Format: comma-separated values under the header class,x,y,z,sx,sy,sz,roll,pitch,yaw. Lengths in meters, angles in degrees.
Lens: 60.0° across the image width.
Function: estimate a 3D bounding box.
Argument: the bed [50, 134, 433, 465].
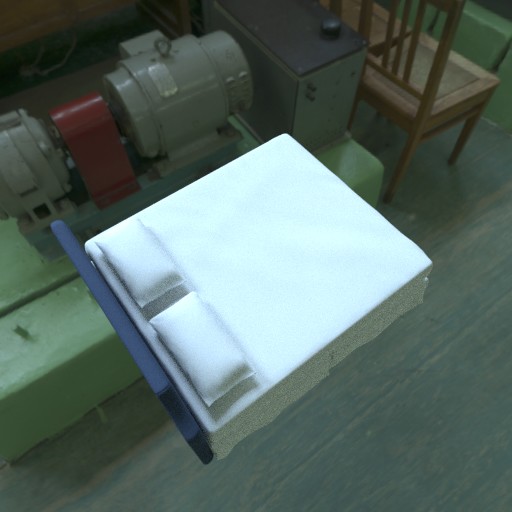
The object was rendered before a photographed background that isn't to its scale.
class,x,y,z,sx,sy,sz,roll,pitch,yaw
bed,0.000,0.000,4.150,2.773,1.488,2.350,-33,64,-19
